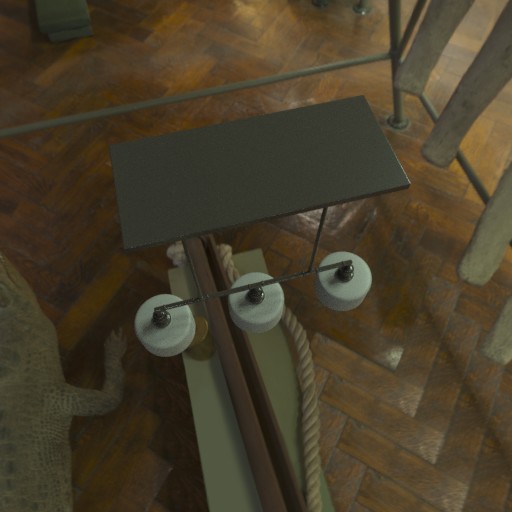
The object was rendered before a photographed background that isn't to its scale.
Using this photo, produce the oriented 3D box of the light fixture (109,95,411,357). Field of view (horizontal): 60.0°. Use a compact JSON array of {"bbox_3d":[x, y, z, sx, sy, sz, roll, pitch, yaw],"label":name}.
[{"bbox_3d":[0.000,0.000,0.869,0.582,0.557,0.177,-13,63,-7],"label":"light fixture"}]
